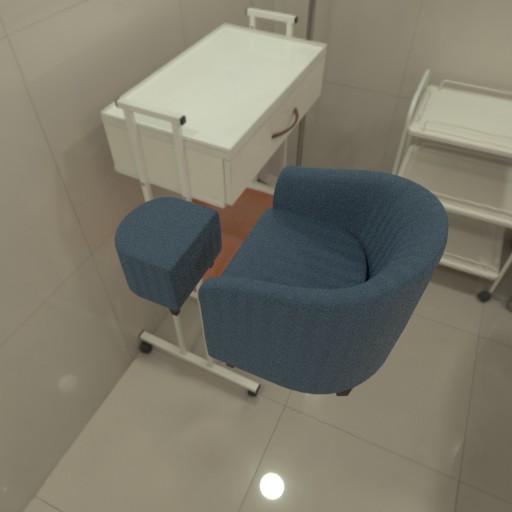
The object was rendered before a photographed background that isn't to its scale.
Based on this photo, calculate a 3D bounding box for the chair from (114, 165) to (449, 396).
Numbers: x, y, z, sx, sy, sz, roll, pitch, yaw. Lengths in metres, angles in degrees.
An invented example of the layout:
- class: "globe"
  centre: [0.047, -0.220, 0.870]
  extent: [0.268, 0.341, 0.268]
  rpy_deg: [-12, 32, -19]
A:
- class: "chair"
  centre: [0.000, 0.000, 1.793]
  extent: [1.288, 0.757, 0.756]
  rpy_deg: [18, 49, 17]
